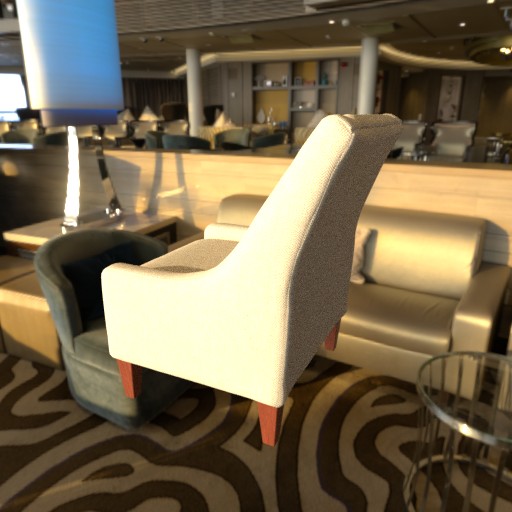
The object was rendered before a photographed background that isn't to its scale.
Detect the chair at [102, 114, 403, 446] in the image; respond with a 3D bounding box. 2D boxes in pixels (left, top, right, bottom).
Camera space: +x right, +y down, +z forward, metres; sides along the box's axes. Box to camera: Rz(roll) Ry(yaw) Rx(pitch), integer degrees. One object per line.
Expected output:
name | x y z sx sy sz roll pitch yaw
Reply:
chair | 0.000 0.000 1.660 0.870 1.014 0.774 9 20 25
